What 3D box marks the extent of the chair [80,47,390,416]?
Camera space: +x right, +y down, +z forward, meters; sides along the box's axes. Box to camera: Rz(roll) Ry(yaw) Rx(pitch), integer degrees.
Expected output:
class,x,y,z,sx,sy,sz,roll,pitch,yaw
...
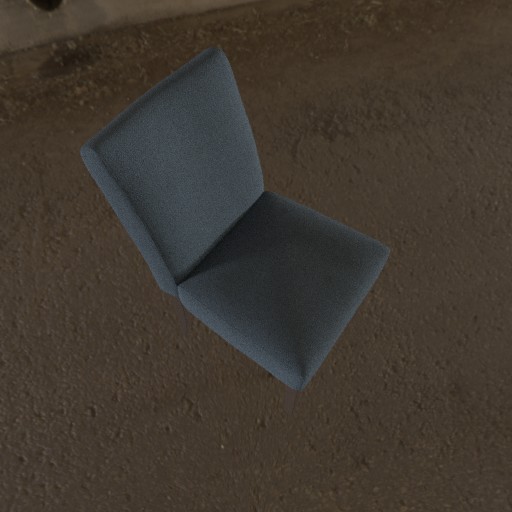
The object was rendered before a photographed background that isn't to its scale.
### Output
class,x,y,z,sx,sy,sz,roll,pitch,yaw
chair,0.000,0.000,1.277,0.629,0.882,0.487,31,63,18
